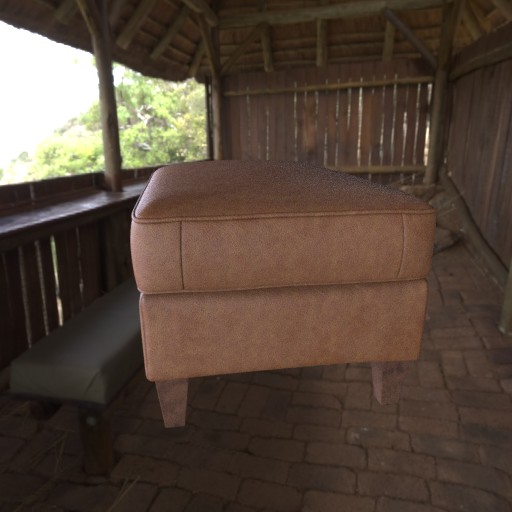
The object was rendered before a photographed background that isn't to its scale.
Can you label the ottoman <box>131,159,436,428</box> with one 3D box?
[{"bbox_3d":[0.000,0.000,1.209,0.584,0.483,0.864,-3,17,-9],"label":"ottoman"}]
